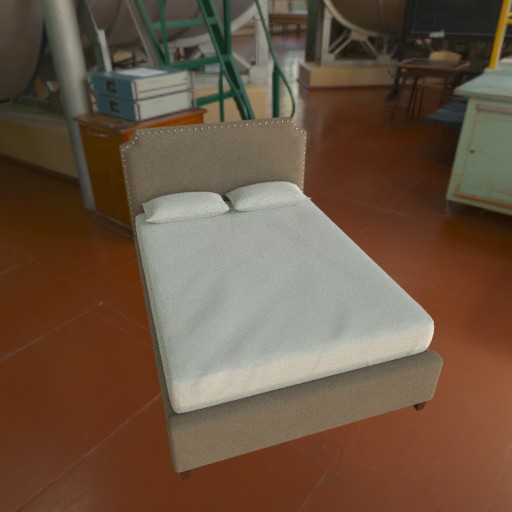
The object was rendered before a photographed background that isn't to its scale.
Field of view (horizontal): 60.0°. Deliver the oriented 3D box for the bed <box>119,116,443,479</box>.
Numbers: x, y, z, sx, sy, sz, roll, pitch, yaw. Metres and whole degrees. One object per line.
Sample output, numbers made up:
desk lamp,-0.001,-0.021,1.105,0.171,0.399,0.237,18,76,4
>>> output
bed,0.000,0.000,3.326,1.703,1.415,2.329,-10,33,-15
